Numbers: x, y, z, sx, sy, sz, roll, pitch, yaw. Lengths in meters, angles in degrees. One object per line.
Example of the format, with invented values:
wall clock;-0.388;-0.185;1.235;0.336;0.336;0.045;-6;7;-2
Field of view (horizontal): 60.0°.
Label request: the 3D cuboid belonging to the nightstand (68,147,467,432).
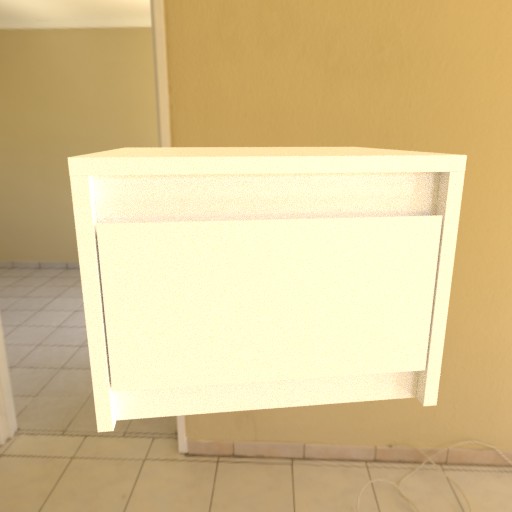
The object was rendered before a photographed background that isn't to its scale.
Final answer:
nightstand;0.000;0.000;0.756;0.470;0.351;0.408;-2;15;-7
